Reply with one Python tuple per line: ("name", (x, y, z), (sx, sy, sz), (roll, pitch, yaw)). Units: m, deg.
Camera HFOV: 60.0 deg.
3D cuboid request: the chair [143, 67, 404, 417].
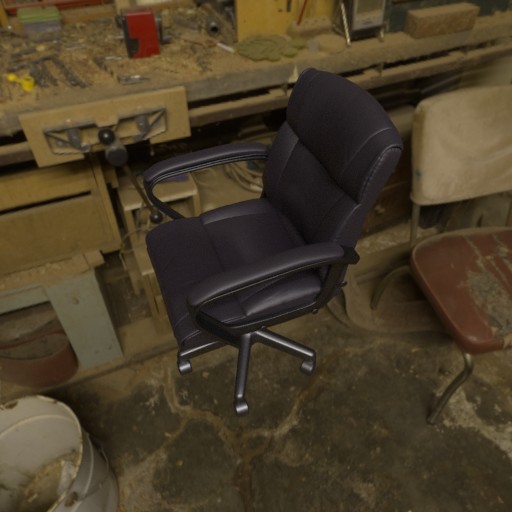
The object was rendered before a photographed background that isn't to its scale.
("chair", (0.000, 0.000, 1.414), (0.641, 0.998, 0.576), (-16, 48, -15))
